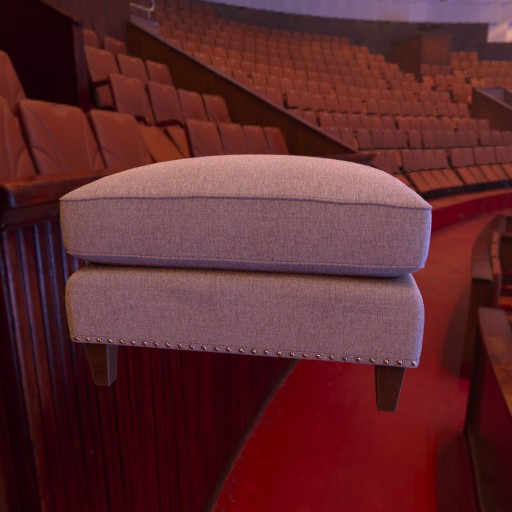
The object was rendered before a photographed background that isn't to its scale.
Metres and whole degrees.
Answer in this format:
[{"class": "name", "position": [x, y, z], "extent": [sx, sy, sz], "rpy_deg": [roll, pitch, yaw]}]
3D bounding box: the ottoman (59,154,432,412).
[{"class": "ottoman", "position": [0.000, 0.000, 1.152], "extent": [0.741, 0.513, 0.584], "rpy_deg": [2, 14, 9]}]
